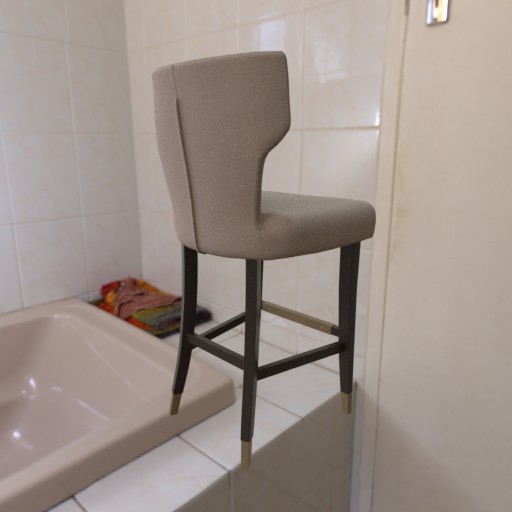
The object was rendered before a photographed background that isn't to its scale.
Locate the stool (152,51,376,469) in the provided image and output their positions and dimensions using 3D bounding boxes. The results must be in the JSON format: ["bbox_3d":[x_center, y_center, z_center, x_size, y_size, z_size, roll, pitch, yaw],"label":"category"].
[{"bbox_3d":[0.000,0.000,1.397,0.563,1.092,0.526,-13,19,-43],"label":"stool"}]
